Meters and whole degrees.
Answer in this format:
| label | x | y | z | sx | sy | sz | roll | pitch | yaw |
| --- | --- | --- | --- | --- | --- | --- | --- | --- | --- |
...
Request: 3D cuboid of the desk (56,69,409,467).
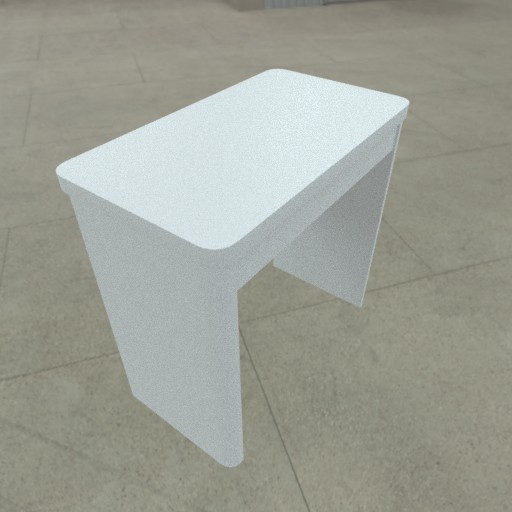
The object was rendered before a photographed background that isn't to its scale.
| label | x | y | z | sx | sy | sz | roll | pitch | yaw |
| --- | --- | --- | --- | --- | --- | --- | --- | --- | --- |
| desk | 0.000 | 0.000 | 1.264 | 0.446 | 0.760 | 0.790 | 26 | 47 | 27 |
